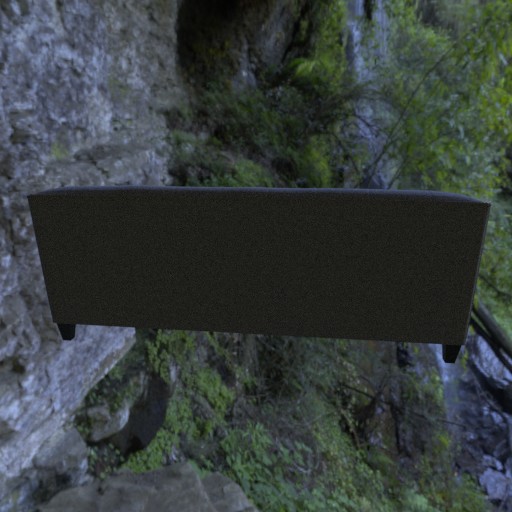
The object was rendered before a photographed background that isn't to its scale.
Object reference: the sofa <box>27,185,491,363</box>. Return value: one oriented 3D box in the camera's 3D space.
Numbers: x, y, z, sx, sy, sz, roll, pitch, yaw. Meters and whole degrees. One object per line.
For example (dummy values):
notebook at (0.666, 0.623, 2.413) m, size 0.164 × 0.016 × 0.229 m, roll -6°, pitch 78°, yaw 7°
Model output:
sofa at (0.000, 0.000, 2.638) m, size 2.235 × 0.901 × 0.914 m, roll 2°, pitch 15°, yaw 7°
